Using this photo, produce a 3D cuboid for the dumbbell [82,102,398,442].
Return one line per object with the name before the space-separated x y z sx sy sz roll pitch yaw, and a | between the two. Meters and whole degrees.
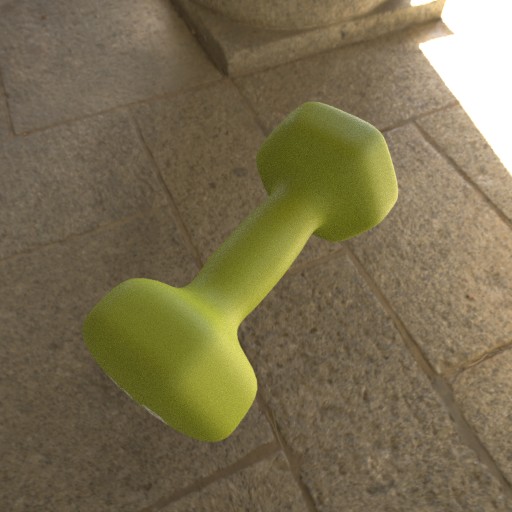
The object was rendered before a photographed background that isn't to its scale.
dumbbell | 0.000 0.000 0.210 0.080 0.072 0.164 32 63 19
